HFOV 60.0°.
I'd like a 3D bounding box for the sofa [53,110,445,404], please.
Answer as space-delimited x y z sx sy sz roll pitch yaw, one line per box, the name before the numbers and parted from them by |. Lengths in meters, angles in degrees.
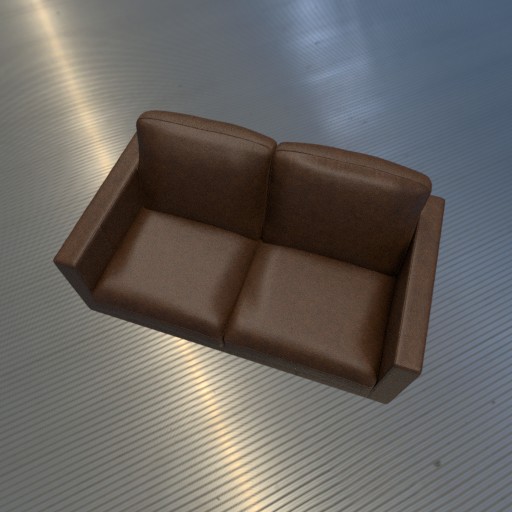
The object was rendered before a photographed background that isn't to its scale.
sofa | 0.000 0.000 2.157 1.578 0.951 0.909 16 60 9
